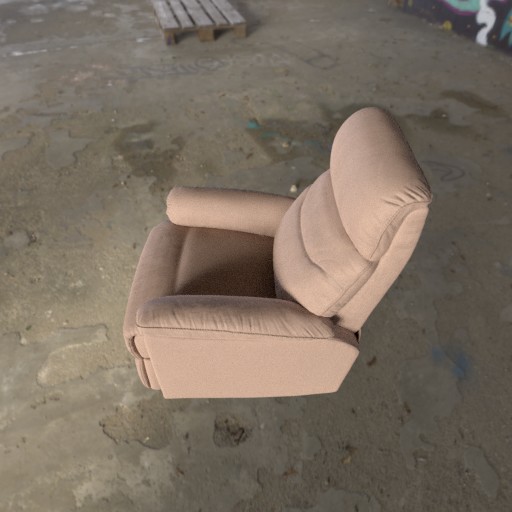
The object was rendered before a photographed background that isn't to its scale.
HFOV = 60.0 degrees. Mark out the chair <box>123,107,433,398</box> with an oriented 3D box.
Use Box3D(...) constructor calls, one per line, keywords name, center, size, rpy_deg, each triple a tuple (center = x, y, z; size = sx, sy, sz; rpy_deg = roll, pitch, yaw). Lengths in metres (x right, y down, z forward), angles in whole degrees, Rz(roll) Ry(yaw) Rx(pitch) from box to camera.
Box3D(name="chair", center=(0.000, 0.000, 1.755), size=(1.004, 1.037, 0.820), rpy_deg=(0, 42, 0))
